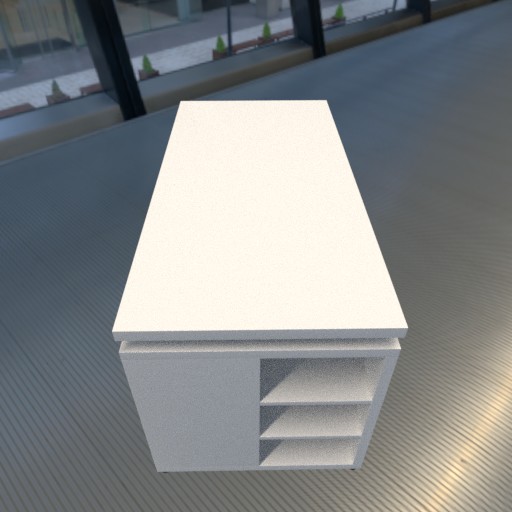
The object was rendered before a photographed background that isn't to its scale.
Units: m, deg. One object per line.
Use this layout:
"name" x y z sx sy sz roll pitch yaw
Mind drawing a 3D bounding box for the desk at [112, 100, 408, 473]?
"desk" 0.000 0.000 1.804 0.690 0.740 1.400 -1 40 -1
